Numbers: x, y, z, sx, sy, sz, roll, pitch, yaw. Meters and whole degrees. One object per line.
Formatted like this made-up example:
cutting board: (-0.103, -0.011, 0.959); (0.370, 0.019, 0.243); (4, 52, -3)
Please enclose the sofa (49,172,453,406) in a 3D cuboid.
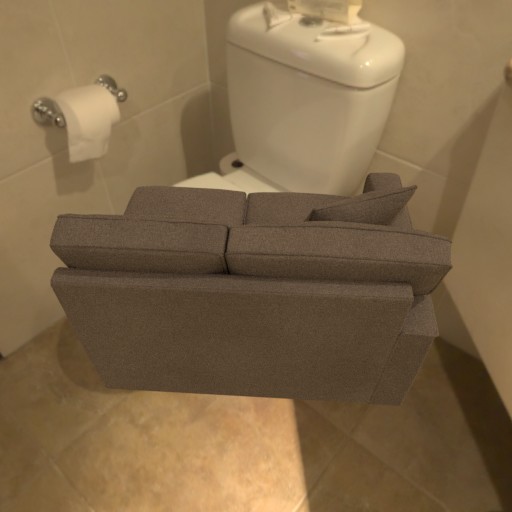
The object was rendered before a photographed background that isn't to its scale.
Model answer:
sofa: (0.000, 0.000, 2.039); (1.388, 0.989, 0.991); (2, 46, 2)
